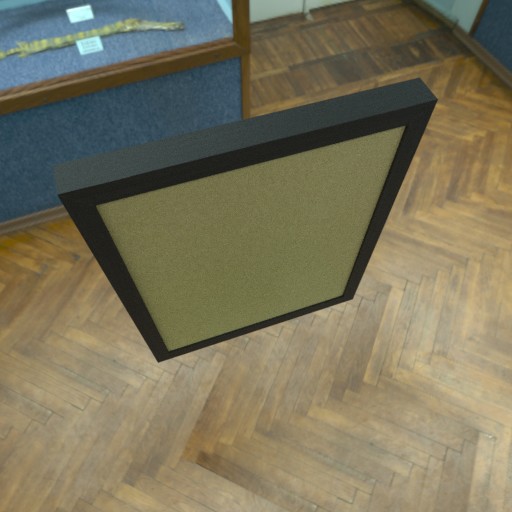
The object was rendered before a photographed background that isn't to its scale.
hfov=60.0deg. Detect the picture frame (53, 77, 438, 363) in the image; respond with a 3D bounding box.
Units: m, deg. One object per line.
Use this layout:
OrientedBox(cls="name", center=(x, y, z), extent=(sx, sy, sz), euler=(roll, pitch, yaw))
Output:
OrientedBox(cls="picture frame", center=(0.000, 0.000, 0.747), extent=(0.452, 0.555, 0.044), euler=(-16, 60, -10))
